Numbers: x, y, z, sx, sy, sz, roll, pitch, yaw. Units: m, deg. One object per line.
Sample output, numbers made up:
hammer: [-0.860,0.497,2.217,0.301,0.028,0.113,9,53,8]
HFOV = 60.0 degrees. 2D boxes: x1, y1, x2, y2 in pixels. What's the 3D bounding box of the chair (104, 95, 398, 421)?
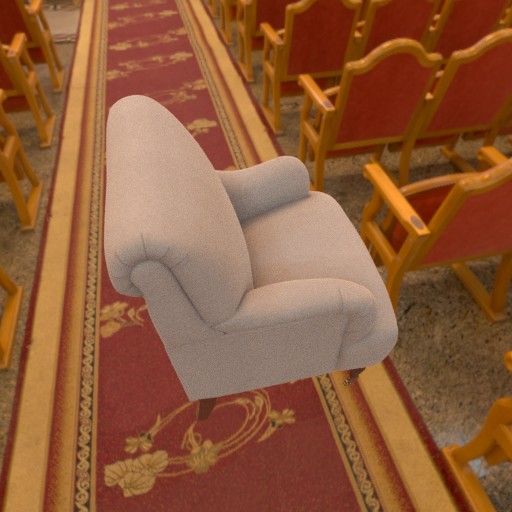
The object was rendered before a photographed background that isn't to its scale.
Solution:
chair: [0.000,0.000,1.546,0.842,0.942,0.766,-9,46,-9]
